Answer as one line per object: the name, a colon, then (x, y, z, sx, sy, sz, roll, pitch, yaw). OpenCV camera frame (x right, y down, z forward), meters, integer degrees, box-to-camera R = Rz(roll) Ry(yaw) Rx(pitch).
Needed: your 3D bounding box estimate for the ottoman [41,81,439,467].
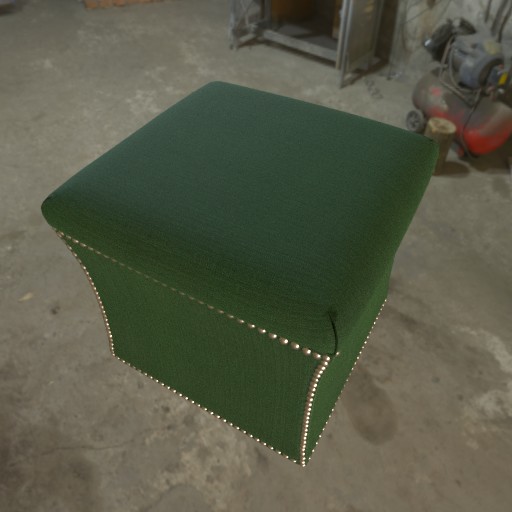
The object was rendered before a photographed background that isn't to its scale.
ottoman: (0.000, 0.000, 0.868, 0.507, 0.475, 0.497, 23, 50, 20)
